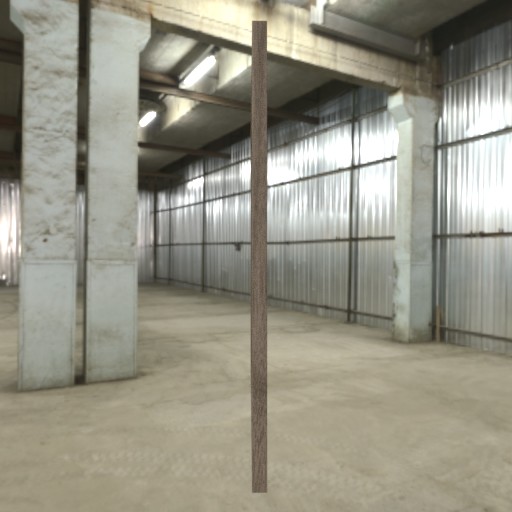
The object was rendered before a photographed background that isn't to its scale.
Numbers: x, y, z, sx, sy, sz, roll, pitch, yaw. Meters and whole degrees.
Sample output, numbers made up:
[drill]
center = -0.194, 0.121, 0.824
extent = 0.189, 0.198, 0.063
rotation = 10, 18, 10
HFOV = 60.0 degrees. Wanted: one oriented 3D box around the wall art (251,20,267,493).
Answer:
[wall art]
center = 0.000, 0.000, 0.728
extent = 0.016, 0.507, 0.508
rotation = 0, 0, -1
